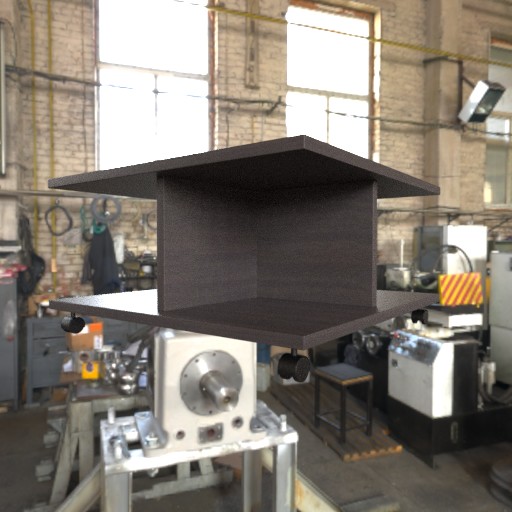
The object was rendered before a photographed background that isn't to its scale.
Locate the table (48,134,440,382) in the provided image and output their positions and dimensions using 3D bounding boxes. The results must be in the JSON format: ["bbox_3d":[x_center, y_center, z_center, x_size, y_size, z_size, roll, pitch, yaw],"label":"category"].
[{"bbox_3d":[0.000,0.000,1.212,0.762,0.396,0.762,1,2,37],"label":"table"}]
